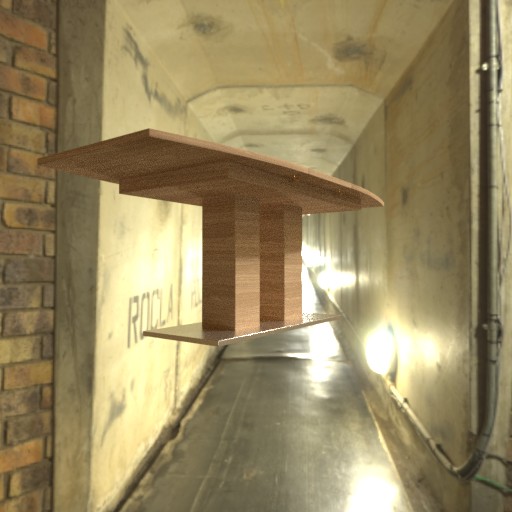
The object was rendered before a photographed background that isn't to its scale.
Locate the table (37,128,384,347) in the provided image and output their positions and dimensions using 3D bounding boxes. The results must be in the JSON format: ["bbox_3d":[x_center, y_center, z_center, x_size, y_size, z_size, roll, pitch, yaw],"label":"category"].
[{"bbox_3d":[0.000,0.000,2.376,0.900,0.750,2.032,-1,-1,36],"label":"table"}]
